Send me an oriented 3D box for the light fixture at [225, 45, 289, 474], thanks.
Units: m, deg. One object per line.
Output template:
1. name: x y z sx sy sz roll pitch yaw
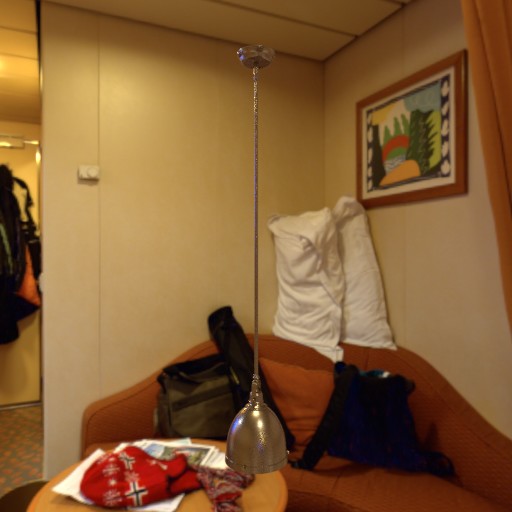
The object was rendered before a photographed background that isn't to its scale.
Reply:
1. light fixture: 0.000 0.000 1.495 0.211 1.367 0.217 0 0 18
